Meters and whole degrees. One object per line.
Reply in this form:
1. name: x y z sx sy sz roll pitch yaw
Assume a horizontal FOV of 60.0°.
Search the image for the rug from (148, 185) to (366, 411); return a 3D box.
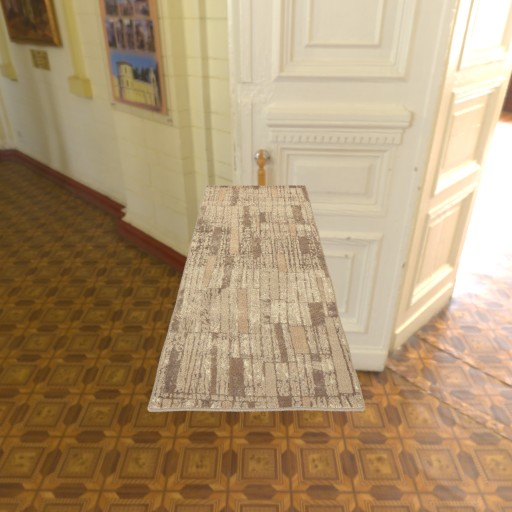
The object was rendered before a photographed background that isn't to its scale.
1. rug: 0.000 0.000 2.746 0.857 0.018 2.383 0 30 0
